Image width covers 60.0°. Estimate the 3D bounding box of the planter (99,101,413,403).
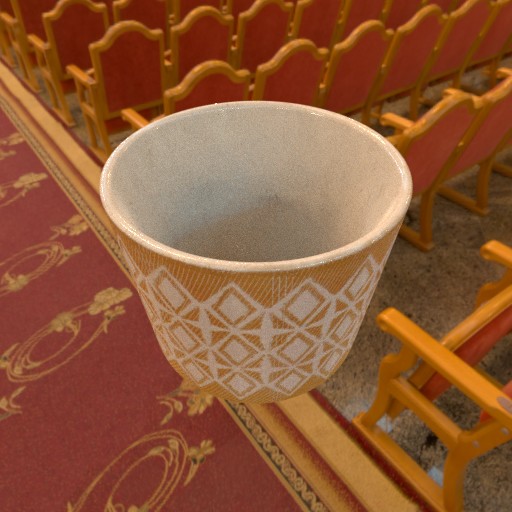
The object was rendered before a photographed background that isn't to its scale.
[{"bbox_3d":[0.000,0.000,0.219,0.126,0.104,0.126,0,42,0],"label":"planter"}]
